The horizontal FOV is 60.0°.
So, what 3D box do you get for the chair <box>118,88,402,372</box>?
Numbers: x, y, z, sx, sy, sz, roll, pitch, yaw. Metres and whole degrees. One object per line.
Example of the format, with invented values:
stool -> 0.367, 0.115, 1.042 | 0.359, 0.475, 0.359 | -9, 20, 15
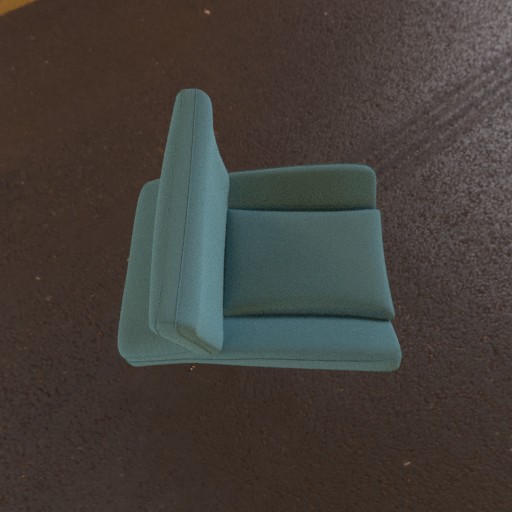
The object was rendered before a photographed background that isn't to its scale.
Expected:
chair -> 0.000, 0.000, 1.669 | 1.008, 0.855, 0.859 | 0, 63, 0
